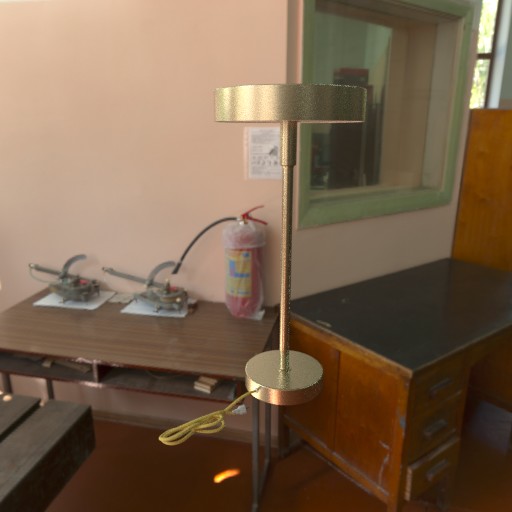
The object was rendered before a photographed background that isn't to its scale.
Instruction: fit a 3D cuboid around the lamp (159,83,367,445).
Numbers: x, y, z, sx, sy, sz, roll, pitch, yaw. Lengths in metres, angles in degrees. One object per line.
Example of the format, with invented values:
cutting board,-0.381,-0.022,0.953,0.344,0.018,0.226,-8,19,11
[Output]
lamp,0.000,0.000,0.691,0.369,0.508,0.229,-15,22,-42
